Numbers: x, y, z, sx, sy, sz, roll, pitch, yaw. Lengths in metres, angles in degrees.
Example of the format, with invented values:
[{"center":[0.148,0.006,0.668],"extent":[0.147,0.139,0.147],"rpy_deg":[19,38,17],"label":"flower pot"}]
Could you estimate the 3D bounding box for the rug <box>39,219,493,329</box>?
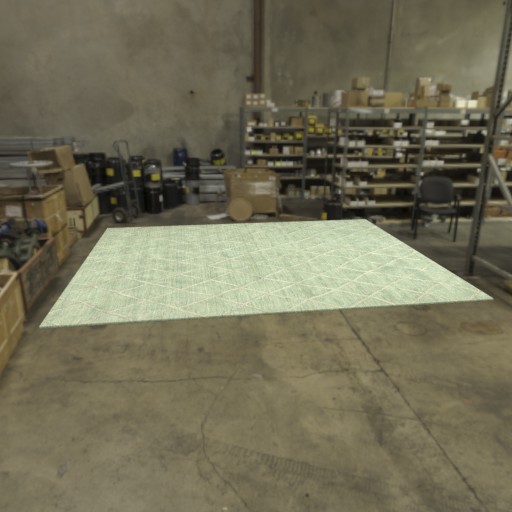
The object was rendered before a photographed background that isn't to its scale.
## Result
[{"center":[0.000,0.000,4.057],"extent":[3.039,0.019,2.420],"rpy_deg":[-3,18,-8],"label":"rug"}]
